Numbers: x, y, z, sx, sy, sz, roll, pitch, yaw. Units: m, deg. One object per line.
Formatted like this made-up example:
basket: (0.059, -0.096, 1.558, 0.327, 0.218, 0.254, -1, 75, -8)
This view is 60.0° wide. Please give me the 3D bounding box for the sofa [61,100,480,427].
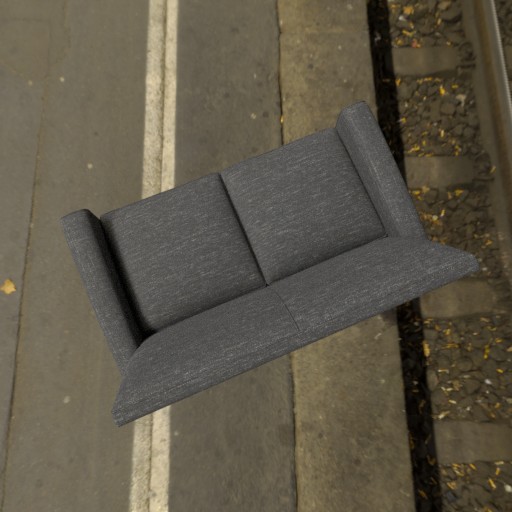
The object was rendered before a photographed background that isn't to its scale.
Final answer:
sofa: (0.000, 0.000, 1.976, 1.420, 0.846, 0.875, -22, 78, -5)
